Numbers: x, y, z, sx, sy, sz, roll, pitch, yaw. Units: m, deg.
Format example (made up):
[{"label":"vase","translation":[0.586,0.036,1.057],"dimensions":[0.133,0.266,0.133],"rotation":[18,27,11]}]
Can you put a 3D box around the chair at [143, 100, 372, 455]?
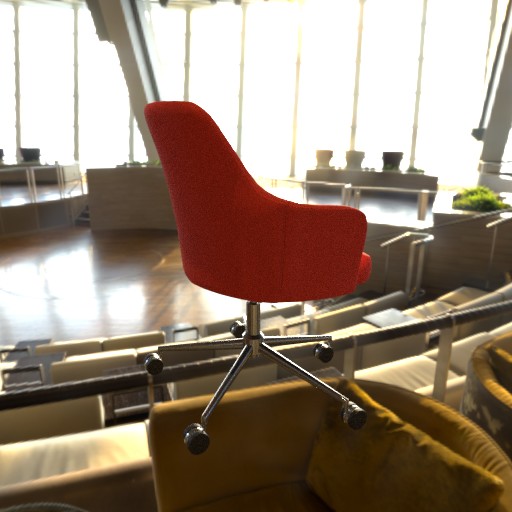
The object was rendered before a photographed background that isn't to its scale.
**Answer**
[{"label":"chair","translation":[0.000,0.000,1.264],"dimensions":[0.600,0.820,0.655],"rotation":[-9,18,-28]}]
